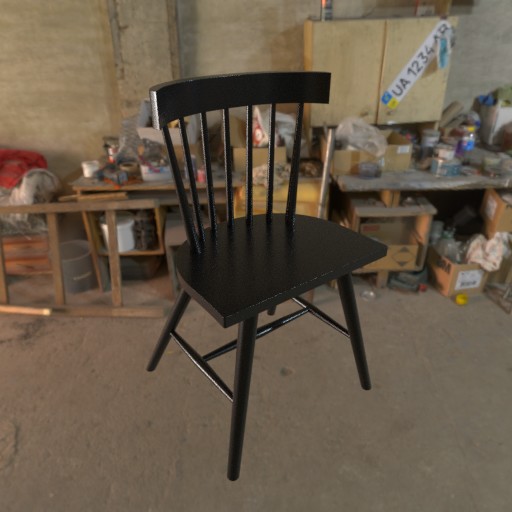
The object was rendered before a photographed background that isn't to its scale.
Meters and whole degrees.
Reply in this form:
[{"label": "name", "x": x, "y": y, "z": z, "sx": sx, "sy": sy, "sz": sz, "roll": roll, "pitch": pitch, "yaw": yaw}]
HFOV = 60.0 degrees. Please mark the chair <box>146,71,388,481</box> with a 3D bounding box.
[{"label": "chair", "x": 0.000, "y": 0.000, "z": 1.139, "sx": 0.506, "sy": 0.844, "sz": 0.483, "roll": -20, "pitch": 35, "yaw": -32}]
